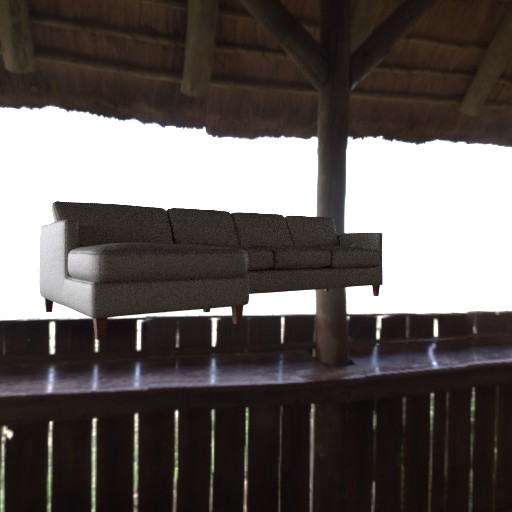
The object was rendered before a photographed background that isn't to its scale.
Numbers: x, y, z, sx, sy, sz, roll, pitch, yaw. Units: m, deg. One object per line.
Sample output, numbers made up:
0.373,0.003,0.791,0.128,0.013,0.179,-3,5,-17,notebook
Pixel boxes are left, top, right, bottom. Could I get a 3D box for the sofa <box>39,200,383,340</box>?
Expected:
0.000,0.000,3.828,3.201,0.876,1.502,0,1,-36,sofa
